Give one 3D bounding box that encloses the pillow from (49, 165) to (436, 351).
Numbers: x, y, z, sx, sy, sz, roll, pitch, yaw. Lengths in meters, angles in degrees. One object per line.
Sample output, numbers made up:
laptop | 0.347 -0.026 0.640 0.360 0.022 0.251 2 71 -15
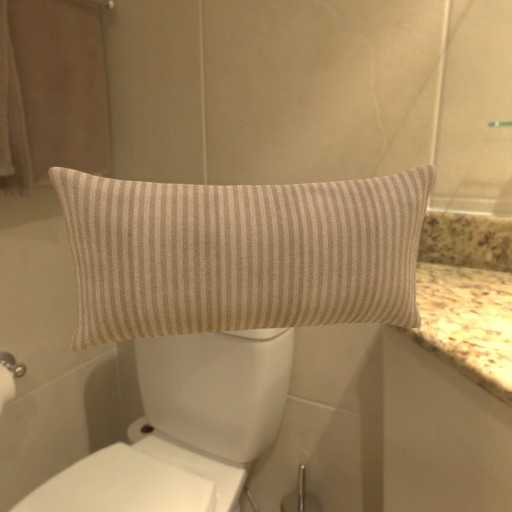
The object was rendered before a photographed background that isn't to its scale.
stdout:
pillow | 0.000 0.000 0.735 0.617 0.295 0.151 -2 14 -9
